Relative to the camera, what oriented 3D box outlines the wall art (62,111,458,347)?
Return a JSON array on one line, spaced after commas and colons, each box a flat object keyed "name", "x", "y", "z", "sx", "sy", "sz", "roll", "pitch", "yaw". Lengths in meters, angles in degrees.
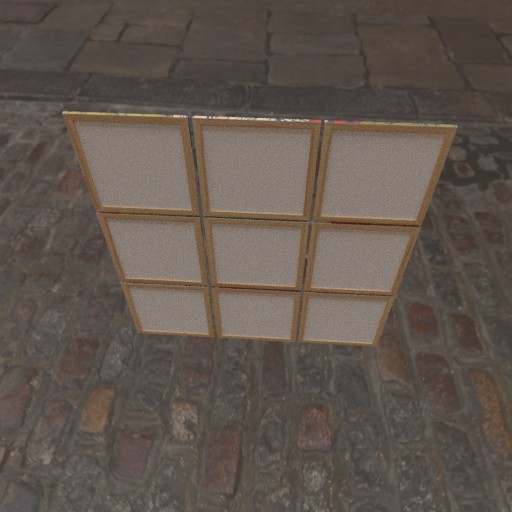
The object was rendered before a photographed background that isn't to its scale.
[{"name": "wall art", "x": 0.000, "y": 0.000, "z": 1.795, "sx": 1.206, "sy": 1.218, "sz": 0.013, "roll": 3, "pitch": 47, "yaw": 3}]
